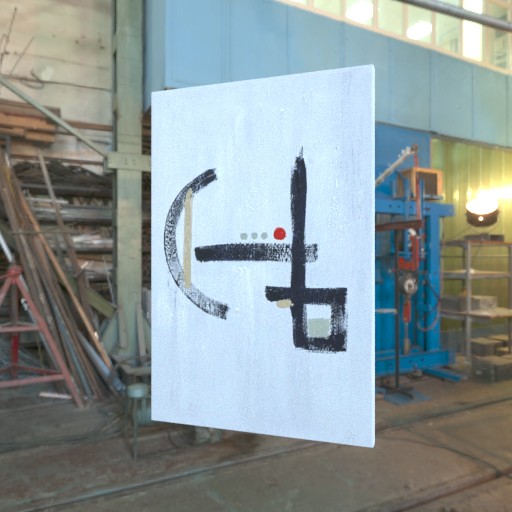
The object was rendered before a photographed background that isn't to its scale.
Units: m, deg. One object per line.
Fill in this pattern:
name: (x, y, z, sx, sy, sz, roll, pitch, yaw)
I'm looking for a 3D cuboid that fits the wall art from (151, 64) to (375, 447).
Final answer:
wall art: (0.000, 0.000, 1.165, 0.602, 0.916, 0.048, 0, 0, 17)
